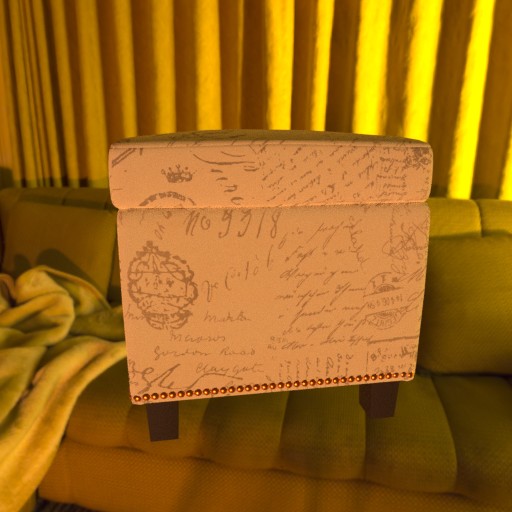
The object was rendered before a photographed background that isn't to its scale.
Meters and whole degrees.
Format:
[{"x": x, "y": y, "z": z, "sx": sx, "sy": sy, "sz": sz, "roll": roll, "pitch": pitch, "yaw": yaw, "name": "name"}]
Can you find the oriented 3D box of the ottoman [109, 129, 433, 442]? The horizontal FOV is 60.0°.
[{"x": 0.000, "y": 0.000, "z": 0.835, "sx": 0.449, "sy": 0.457, "sz": 0.450, "roll": -2, "pitch": 15, "yaw": -9, "name": "ottoman"}]
